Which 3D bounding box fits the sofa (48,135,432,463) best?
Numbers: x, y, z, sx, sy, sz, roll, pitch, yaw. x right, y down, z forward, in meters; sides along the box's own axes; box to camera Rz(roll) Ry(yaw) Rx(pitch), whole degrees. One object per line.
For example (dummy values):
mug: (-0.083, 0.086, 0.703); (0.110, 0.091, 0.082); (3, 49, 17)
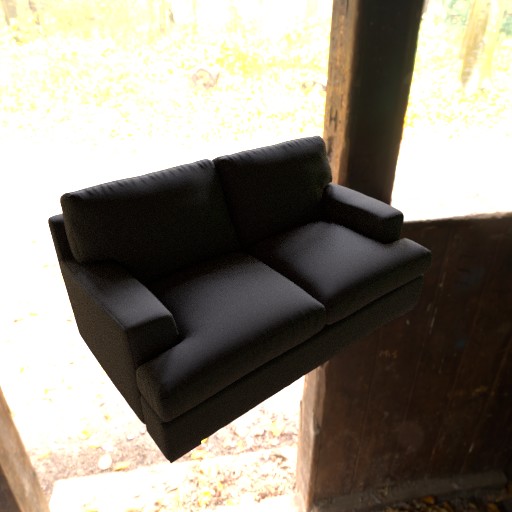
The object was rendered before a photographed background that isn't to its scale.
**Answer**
sofa: (0.000, 0.000, 2.487); (1.880, 0.940, 1.143); (-22, 36, -33)
